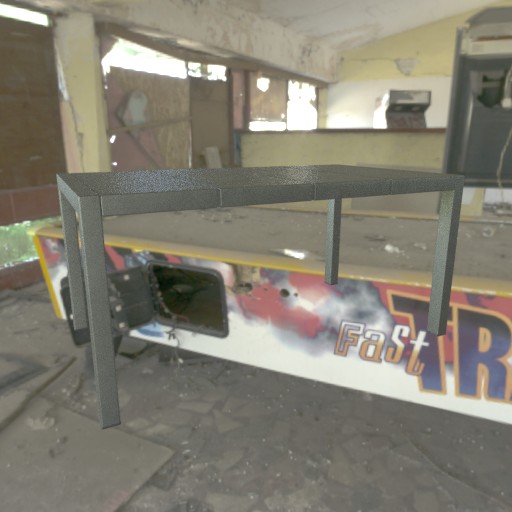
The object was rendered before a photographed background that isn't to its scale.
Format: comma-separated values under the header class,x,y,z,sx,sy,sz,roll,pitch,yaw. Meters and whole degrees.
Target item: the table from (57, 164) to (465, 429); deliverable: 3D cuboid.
class,x,y,z,sx,sy,sz,roll,pitch,yaw
table,0.000,0.000,1.265,0.965,0.460,0.559,-8,17,-26
